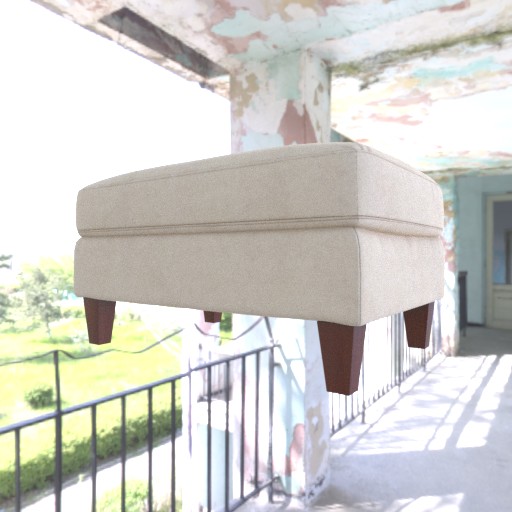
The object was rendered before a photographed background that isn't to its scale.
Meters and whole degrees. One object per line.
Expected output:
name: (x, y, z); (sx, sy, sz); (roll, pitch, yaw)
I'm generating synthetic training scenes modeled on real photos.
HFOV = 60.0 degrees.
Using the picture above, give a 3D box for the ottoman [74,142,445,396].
ottoman: (0.000, 0.000, 1.201); (0.864, 0.483, 0.584); (0, 0, 36)
